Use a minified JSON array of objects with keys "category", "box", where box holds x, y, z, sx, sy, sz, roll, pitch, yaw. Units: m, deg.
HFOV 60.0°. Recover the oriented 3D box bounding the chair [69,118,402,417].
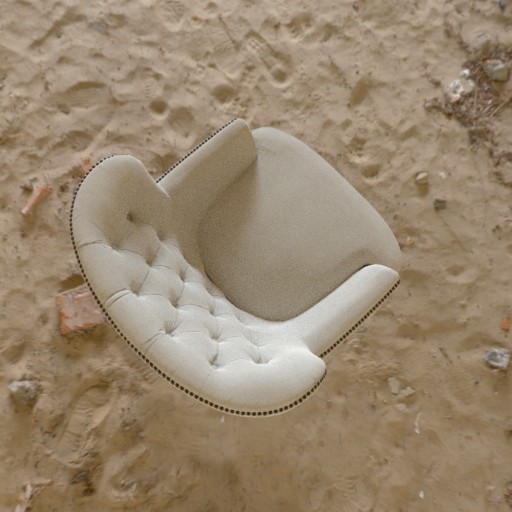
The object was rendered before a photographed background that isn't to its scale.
[{"category":"chair","box":[0.000,0.000,1.557,0.906,0.868,0.848,-41,79,-10]}]
